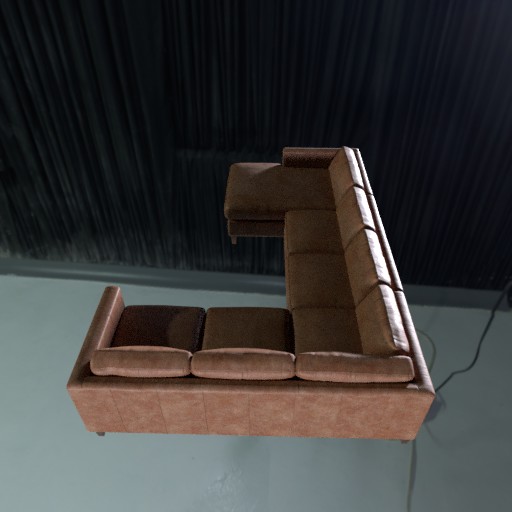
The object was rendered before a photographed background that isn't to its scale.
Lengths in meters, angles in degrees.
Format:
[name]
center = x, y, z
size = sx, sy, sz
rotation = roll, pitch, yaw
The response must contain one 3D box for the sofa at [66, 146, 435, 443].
[sofa]
center = 0.000, 0.000, 4.362
size = 2.430, 0.832, 3.401
rotation = 1, 41, 1
